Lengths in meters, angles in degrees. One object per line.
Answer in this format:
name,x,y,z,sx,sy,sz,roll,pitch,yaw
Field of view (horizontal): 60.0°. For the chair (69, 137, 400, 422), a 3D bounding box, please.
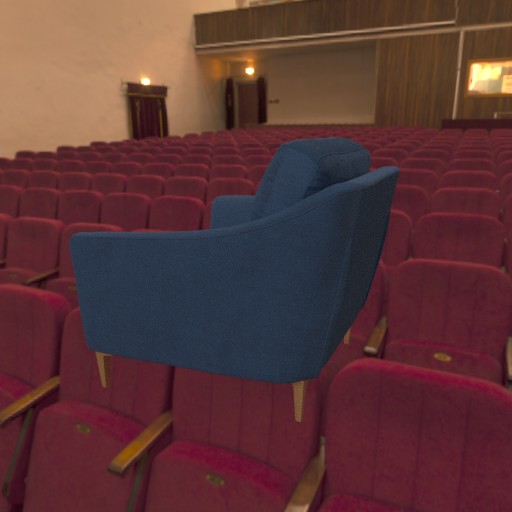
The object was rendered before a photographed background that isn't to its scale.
chair,0.000,0.000,1.743,0.961,0.899,0.987,8,18,25
